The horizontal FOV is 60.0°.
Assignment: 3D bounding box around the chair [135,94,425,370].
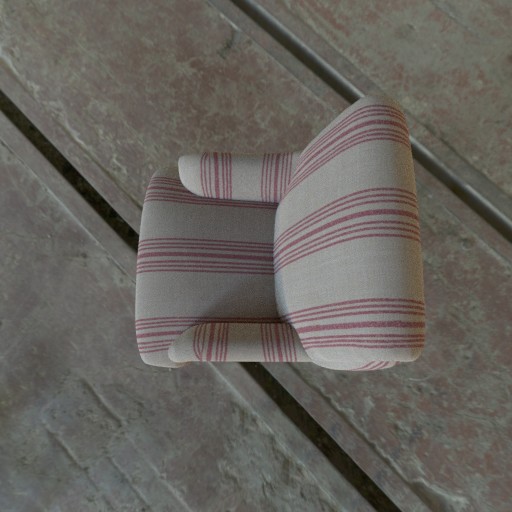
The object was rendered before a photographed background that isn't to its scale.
[{"bbox_3d":[0.000,0.000,1.881,1.058,1.123,0.933,0,76,0],"label":"chair"}]
